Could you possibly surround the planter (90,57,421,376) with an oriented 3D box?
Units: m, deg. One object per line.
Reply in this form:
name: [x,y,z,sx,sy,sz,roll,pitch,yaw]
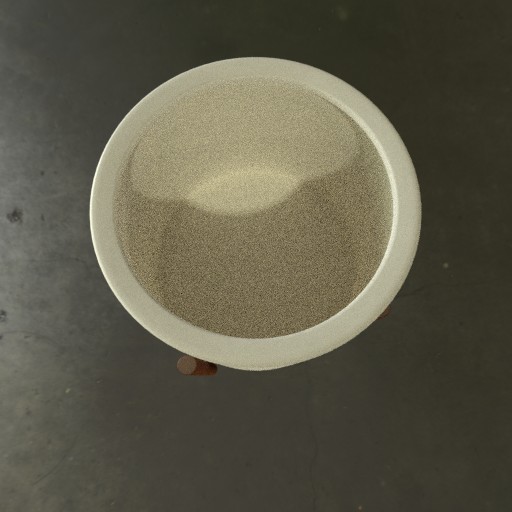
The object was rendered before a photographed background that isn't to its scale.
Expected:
planter: [0.000,0.000,0.838,0.420,0.581,0.421,-13,75,-4]
